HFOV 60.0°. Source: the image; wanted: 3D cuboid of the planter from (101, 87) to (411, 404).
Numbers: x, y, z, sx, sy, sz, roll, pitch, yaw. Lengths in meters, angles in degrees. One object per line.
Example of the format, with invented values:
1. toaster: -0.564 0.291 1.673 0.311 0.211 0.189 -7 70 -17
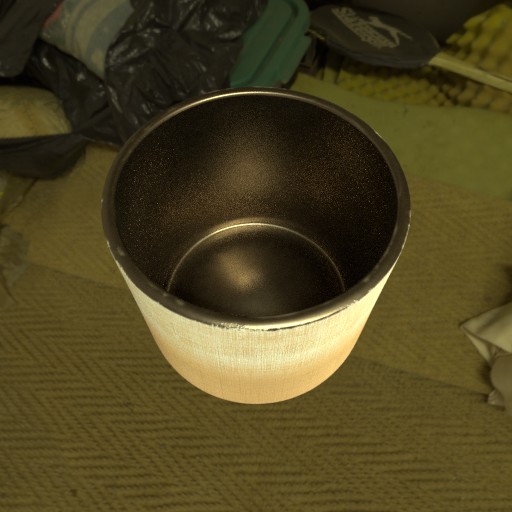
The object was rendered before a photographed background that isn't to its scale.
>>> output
1. planter: 0.000 0.000 0.454 0.254 0.221 0.254 0 59 0
